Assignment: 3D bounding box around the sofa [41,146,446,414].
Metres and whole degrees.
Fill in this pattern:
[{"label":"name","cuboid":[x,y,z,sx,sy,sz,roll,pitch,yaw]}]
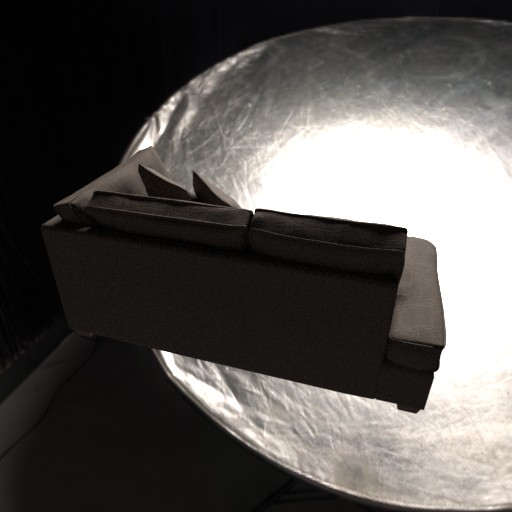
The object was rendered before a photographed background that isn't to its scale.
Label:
[{"label":"sofa","cuboid":[0.000,0.000,2.812,2.237,1.033,1.110,9,33,15]}]
